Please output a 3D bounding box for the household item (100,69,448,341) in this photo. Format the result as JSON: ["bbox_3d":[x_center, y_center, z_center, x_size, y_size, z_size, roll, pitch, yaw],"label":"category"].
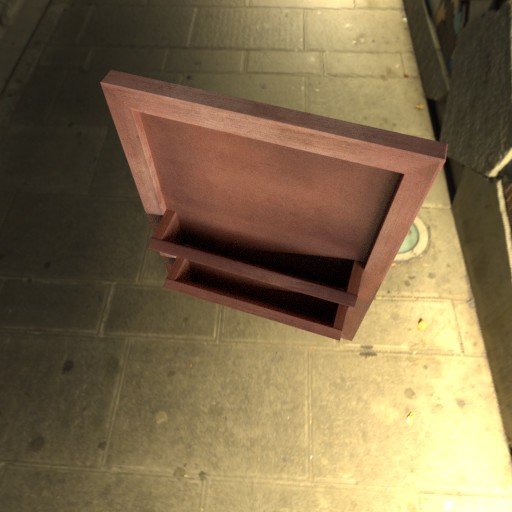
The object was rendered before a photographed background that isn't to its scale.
[{"bbox_3d":[0.000,0.000,0.545,0.310,0.407,0.067,16,60,9],"label":"household item"}]
